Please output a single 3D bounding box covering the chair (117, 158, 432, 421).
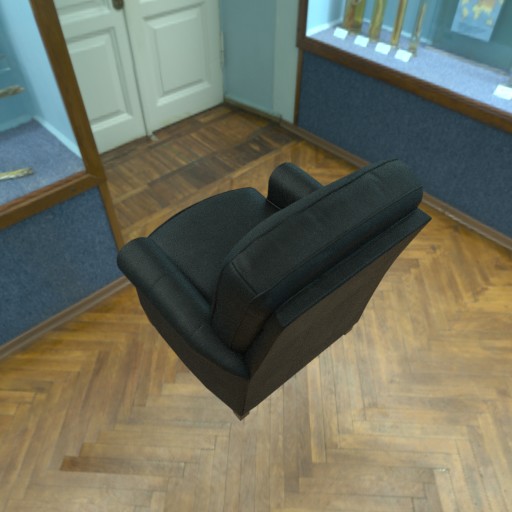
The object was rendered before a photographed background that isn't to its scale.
[{"bbox_3d":[0.000,0.000,1.791,0.936,1.018,0.986,-32,54,-27],"label":"chair"}]
